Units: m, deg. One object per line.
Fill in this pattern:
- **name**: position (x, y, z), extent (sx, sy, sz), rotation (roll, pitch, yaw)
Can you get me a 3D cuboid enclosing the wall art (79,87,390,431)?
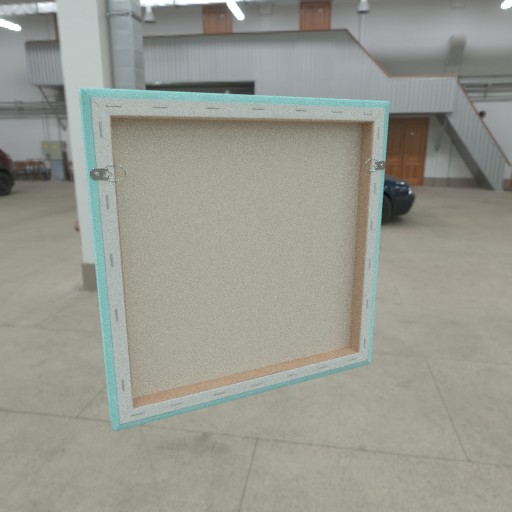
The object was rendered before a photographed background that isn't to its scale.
- **wall art**: position (0.000, 0.000, 1.124), extent (0.765, 0.766, 0.054), rotation (-7, 16, -25)
